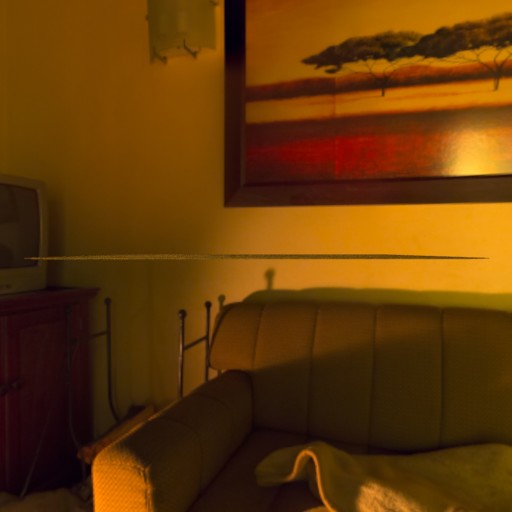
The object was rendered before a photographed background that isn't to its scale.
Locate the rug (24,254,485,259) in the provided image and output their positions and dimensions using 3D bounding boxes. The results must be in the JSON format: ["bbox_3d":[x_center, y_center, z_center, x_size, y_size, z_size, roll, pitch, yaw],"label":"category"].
[{"bbox_3d":[0.000,0.000,3.492,2.651,0.010,1.971,0,1,-1],"label":"rug"}]
